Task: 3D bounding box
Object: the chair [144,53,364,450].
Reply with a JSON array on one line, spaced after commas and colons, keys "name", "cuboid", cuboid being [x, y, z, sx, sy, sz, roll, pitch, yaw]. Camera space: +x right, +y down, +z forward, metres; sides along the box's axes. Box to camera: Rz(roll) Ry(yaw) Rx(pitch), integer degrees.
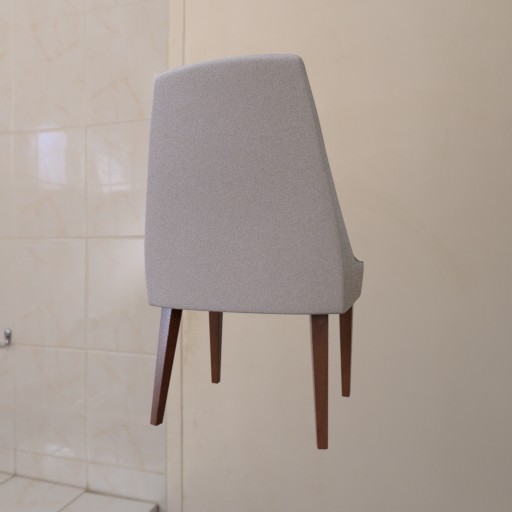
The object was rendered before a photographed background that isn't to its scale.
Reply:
[{"name": "chair", "cuboid": [0.000, 0.000, 1.204, 0.529, 0.861, 0.544, 0, 0, 19]}]
